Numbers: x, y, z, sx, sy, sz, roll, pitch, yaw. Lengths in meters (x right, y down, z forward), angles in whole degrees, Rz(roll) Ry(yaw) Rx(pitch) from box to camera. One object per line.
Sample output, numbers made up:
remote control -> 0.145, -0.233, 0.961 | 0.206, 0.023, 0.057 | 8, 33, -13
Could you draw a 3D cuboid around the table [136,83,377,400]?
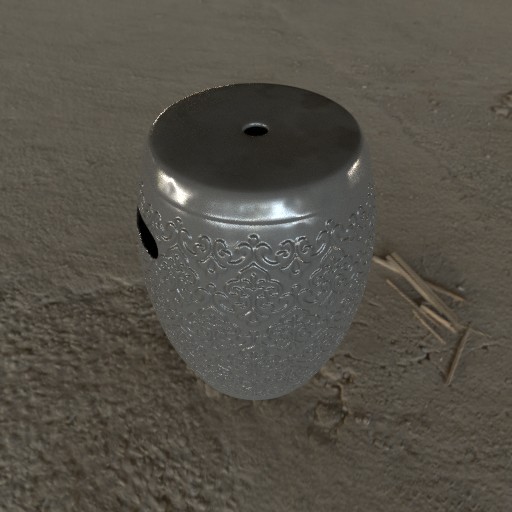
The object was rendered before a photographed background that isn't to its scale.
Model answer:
table -> 0.000, 0.000, 0.620 | 0.309, 0.397, 0.309 | 0, 46, 0
